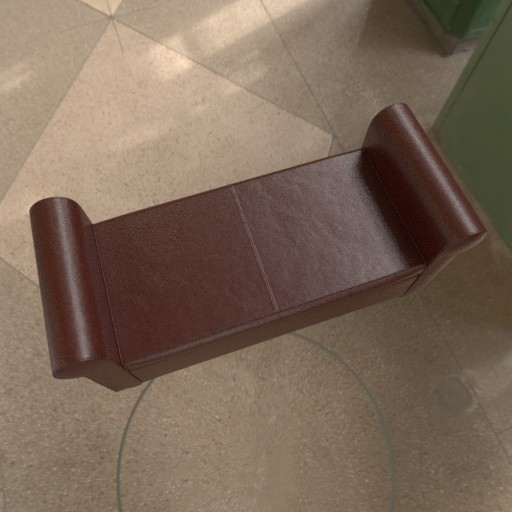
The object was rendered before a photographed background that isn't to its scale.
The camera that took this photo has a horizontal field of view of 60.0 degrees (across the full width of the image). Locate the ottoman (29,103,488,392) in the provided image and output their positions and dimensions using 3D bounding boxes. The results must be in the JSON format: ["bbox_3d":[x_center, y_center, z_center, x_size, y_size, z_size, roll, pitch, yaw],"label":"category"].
[{"bbox_3d":[0.000,0.000,1.500,1.256,0.547,0.521,-17,66,-8],"label":"ottoman"}]
